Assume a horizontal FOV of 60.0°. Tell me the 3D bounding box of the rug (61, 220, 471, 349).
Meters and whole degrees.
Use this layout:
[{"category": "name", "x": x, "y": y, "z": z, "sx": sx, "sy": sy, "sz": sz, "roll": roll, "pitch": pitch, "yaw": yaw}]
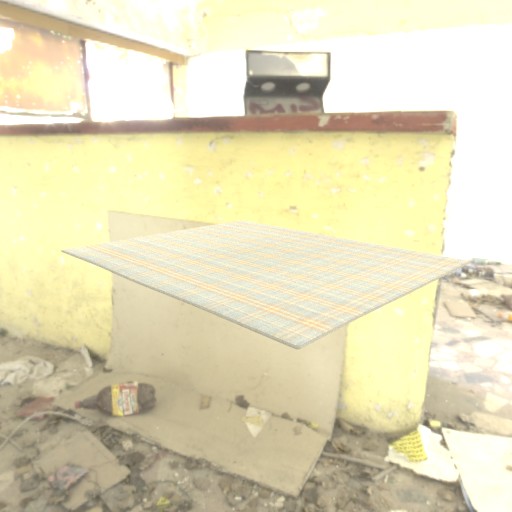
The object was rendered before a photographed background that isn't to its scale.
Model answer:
[{"category": "rug", "x": 0.000, "y": 0.000, "z": 4.220, "sx": 3.066, "sy": 0.030, "sz": 2.462, "roll": 14, "pitch": 20, "yaw": 43}]
